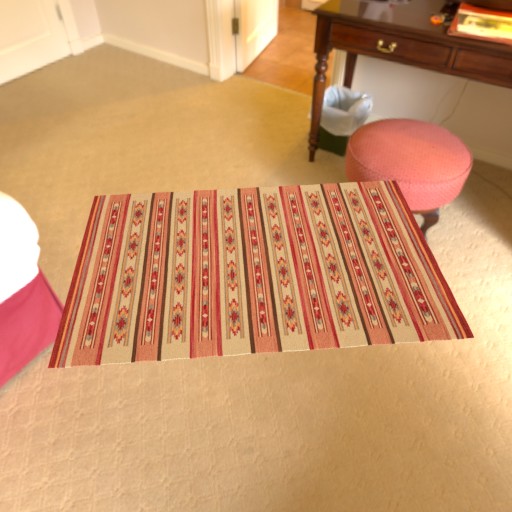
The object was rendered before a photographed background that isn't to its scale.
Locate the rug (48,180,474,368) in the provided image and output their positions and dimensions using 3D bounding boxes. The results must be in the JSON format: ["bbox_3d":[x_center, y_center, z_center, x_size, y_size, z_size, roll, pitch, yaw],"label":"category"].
[{"bbox_3d":[0.000,0.000,3.042,2.431,0.010,1.535,-3,46,-3],"label":"rug"}]
